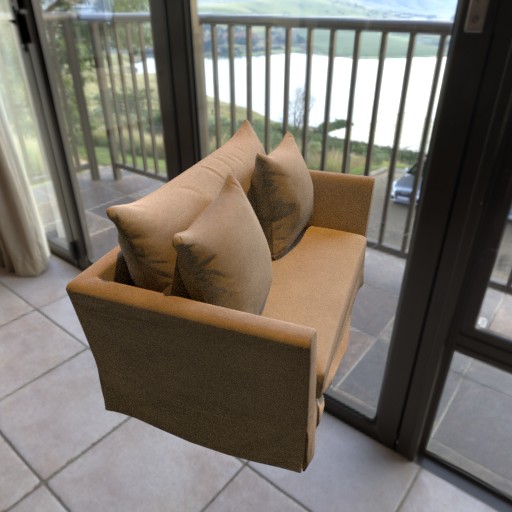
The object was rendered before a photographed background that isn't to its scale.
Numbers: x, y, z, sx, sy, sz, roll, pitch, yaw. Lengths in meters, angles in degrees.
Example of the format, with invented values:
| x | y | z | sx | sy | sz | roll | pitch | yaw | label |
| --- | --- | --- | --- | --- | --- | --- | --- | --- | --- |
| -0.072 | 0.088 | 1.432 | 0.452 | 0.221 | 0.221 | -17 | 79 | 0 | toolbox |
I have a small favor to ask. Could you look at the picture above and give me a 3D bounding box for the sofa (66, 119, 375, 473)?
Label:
| x | y | z | sx | sy | sz | roll | pitch | yaw | label |
| --- | --- | --- | --- | --- | --- | --- | --- | --- | --- |
| 0.000 | 0.000 | 2.290 | 1.035 | 1.040 | 1.608 | 11 | 32 | 17 | sofa |
